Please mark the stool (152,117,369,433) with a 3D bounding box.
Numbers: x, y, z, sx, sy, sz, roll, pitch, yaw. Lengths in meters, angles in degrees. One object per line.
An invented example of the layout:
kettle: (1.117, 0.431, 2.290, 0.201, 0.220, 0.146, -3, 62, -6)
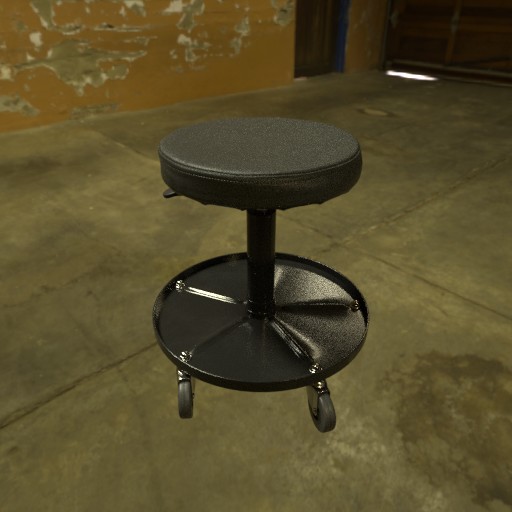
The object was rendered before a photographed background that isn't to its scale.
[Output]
stool: (0.000, 0.000, 0.685, 0.382, 0.365, 0.381, 1, 30, 2)
